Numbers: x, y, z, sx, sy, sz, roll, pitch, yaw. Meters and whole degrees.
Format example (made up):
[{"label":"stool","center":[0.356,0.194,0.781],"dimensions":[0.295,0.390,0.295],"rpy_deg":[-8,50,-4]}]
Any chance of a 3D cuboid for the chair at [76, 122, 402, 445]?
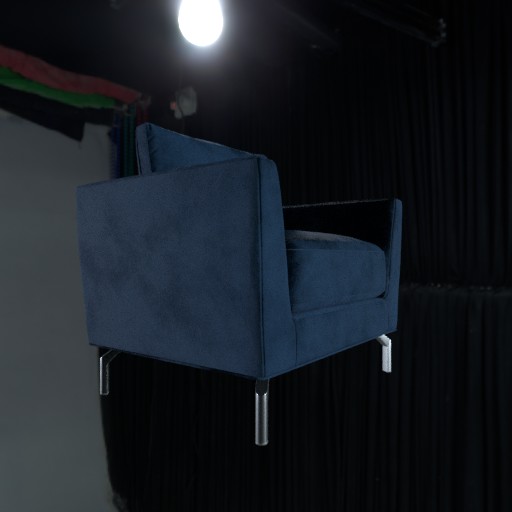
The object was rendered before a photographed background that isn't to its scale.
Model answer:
[{"label":"chair","center":[0.000,0.000,1.590],"dimensions":[0.746,0.893,0.977],"rpy_deg":[0,0,37]}]
